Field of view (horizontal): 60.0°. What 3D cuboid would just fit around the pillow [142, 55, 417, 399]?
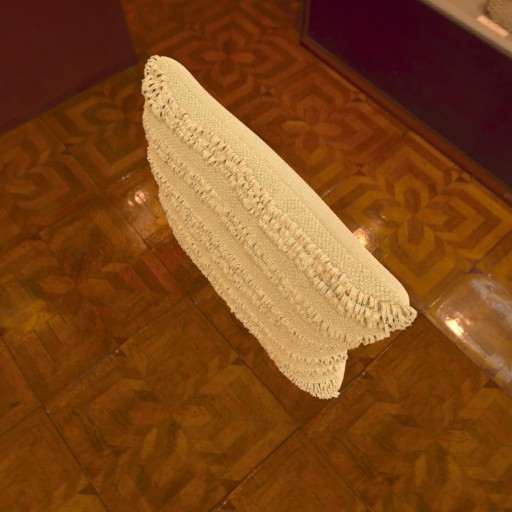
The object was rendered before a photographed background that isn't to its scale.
[{"bbox_3d":[0.000,0.000,0.649,0.145,0.427,0.437,-35,69,-16],"label":"pillow"}]
